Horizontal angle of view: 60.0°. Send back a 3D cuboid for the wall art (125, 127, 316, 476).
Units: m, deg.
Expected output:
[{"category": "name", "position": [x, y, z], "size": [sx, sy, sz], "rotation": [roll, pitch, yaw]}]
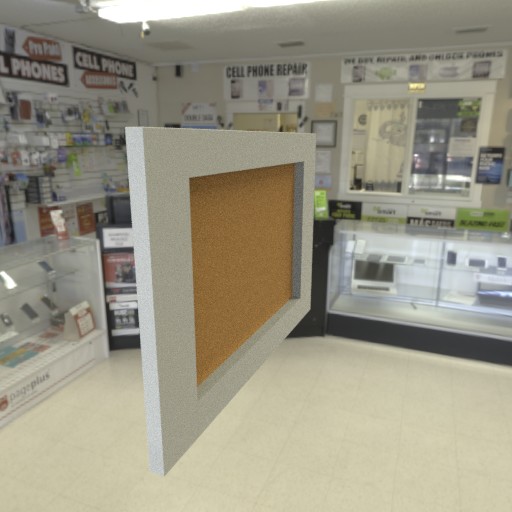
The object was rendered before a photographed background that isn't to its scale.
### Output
[{"category": "wall art", "position": [0.000, 0.000, 1.142], "size": [0.033, 0.617, 0.906], "rotation": [6, 16, 23]}]
